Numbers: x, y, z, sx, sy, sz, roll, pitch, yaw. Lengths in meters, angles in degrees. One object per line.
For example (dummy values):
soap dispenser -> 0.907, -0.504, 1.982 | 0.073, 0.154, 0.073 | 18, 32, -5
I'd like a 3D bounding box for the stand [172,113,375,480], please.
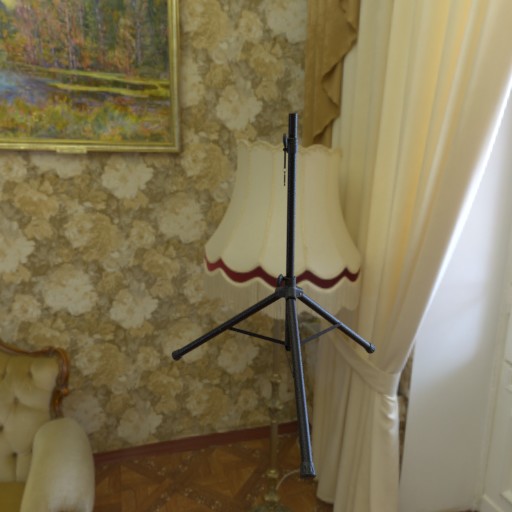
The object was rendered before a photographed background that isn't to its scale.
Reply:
stand -> 0.000, 0.000, 1.868 | 0.907, 1.136, 1.045 | 6, 15, 26
